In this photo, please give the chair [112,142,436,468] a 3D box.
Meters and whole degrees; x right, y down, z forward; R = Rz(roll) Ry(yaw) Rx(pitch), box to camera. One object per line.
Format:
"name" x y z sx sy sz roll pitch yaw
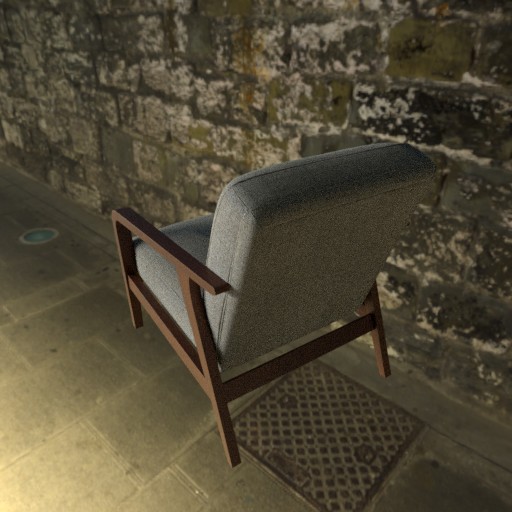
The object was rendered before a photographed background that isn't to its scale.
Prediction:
"chair" 0.000 0.000 1.491 0.704 0.847 0.858 -18 34 -29
